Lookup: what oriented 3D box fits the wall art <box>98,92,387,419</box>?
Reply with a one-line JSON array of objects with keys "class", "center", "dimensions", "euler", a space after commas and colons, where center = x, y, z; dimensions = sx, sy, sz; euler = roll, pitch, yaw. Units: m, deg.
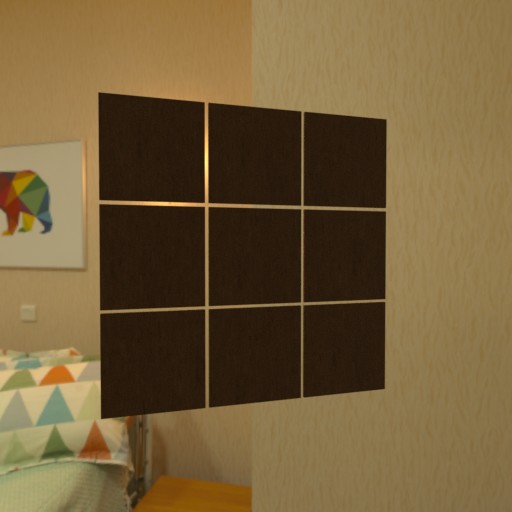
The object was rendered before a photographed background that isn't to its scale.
[{"class": "wall art", "center": [0.000, 0.000, 1.824], "dimensions": [1.215, 1.213, 0.013], "euler": [0, 1, -17]}]
